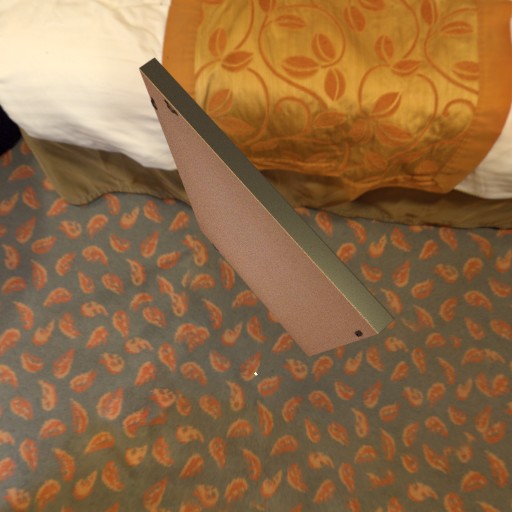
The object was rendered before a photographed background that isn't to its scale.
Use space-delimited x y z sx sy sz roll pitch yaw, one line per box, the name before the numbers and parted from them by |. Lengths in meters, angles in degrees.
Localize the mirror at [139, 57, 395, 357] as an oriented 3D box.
mirror | 0.000 0.000 1.170 0.040 0.915 0.609 -39 78 -10
